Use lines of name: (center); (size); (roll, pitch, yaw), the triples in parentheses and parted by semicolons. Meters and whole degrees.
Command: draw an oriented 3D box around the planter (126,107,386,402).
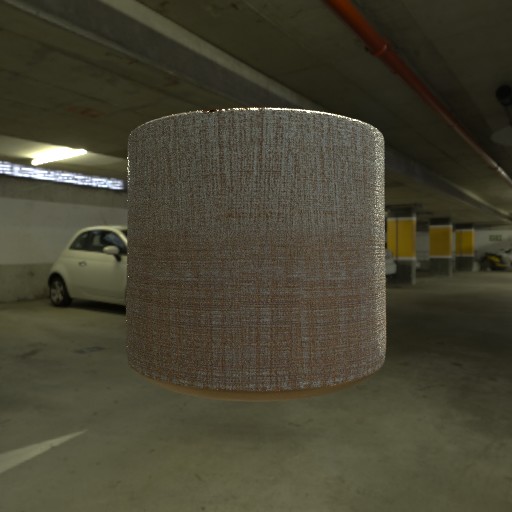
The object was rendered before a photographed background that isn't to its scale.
planter: (0.000, 0.000, 0.314); (0.177, 0.157, 0.177); (0, 1, 0)
